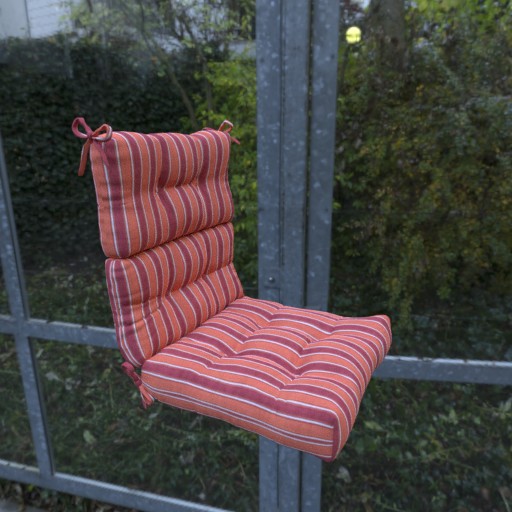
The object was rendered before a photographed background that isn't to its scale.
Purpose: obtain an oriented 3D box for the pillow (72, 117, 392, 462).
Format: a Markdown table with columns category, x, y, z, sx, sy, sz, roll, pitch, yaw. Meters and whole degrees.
| category | x | y | z | sx | sy | sz | roll | pitch | yaw |
| --- | --- | --- | --- | --- | --- | --- | --- | --- | --- |
| pillow | 0.000 | 0.000 | 1.013 | 0.571 | 0.605 | 0.519 | 8 | 18 | 26 |
